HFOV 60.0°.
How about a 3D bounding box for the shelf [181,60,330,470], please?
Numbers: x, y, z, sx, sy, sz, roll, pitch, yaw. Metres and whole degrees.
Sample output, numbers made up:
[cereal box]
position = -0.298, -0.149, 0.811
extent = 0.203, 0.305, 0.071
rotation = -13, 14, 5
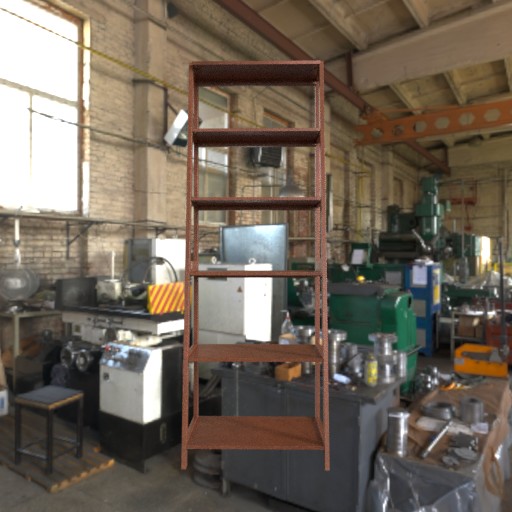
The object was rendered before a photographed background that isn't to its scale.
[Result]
[shelf]
position = 0.000, 0.000, 2.152
extent = 0.660, 1.892, 0.382
rotation = 0, 0, 1
